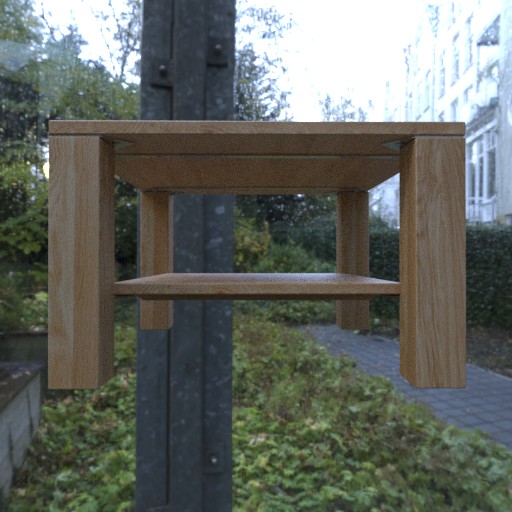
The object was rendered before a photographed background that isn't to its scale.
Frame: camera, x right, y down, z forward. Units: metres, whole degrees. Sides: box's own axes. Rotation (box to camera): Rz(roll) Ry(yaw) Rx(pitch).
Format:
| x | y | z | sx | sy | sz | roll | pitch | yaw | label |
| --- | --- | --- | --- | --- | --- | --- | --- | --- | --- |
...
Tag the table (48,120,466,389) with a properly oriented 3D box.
| x | y | z | sx | sy | sz | roll | pitch | yaw | label |
| --- | --- | --- | --- | --- | --- | --- | --- | --- | --- |
| 0.000 | 0.000 | 1.091 | 0.700 | 0.450 | 0.700 | 0 | 0 | -1 | table |
